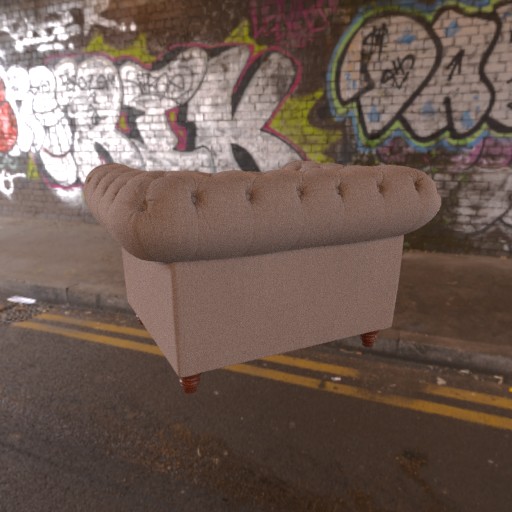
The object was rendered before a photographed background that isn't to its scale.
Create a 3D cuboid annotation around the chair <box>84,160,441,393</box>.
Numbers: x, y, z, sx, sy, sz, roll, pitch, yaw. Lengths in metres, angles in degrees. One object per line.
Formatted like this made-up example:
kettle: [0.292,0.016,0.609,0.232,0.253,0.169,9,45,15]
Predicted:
chair: [0.000,0.000,1.894,1.270,0.770,0.976,-7,16,-26]
